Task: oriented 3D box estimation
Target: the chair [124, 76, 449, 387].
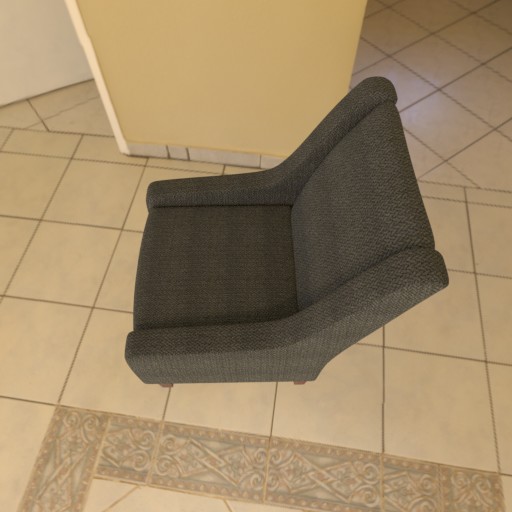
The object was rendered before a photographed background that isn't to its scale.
[{"bbox_3d":[0.000,0.000,1.691,0.944,1.012,0.793,-1,58,-1],"label":"chair"}]
